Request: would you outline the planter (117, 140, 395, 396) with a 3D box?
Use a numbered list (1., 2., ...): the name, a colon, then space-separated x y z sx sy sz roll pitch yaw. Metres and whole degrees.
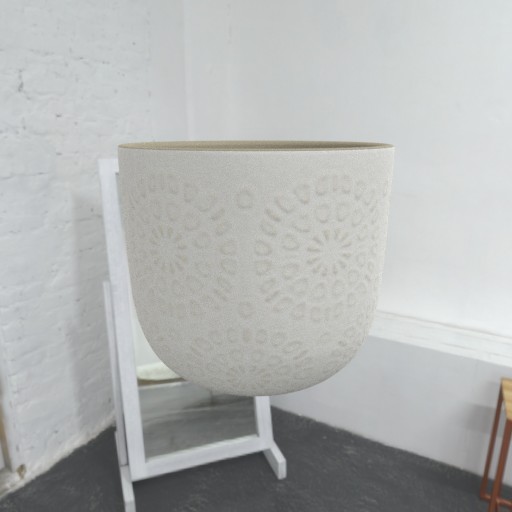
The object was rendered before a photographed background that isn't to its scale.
1. planter: 0.000 0.000 0.222 0.124 0.109 0.124 0 16 0
